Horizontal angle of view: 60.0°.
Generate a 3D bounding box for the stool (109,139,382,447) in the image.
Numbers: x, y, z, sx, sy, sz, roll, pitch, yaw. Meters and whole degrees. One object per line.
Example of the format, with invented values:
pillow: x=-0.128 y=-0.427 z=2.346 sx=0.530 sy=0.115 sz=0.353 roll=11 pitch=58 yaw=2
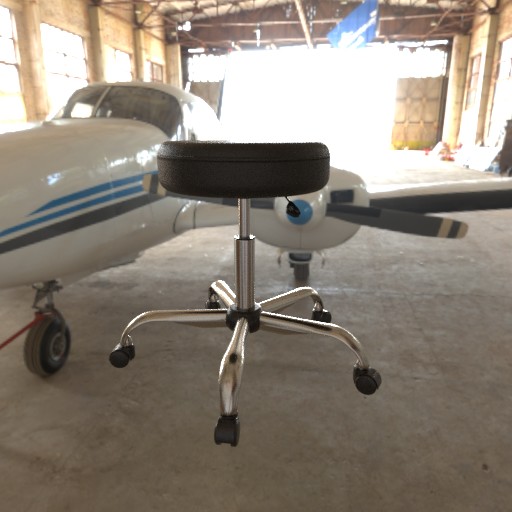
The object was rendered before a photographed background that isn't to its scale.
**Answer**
stool: x=0.000 y=0.000 z=1.142 sx=0.638 sy=0.576 sz=0.673 roll=-15 pitch=21 yaw=-42
